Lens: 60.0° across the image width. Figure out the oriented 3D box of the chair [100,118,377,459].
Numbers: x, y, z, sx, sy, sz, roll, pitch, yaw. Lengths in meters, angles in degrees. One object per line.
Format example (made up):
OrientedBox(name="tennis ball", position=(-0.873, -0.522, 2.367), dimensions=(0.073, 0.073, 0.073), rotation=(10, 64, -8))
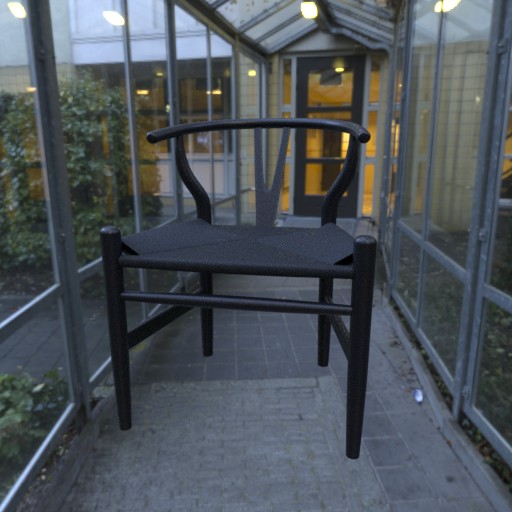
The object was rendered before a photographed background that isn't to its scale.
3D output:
OrientedBox(name="chair", position=(0.000, 0.000, 1.171), dimensions=(0.569, 0.730, 0.579), rotation=(3, 14, 10))
